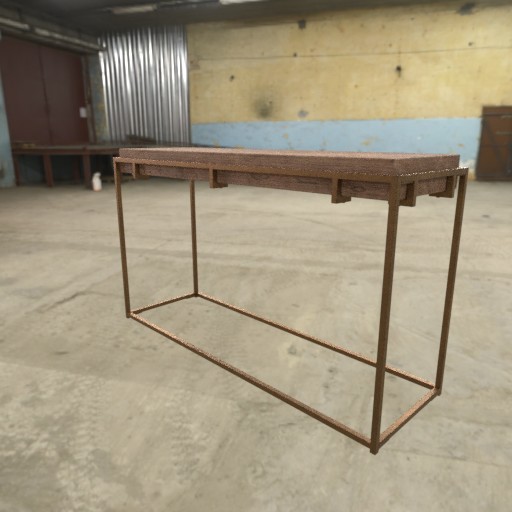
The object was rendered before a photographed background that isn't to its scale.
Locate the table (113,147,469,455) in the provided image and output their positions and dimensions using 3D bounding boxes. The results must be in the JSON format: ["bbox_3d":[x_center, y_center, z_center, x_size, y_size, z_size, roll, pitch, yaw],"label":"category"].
[{"bbox_3d":[0.000,0.000,1.777,0.440,0.820,1.400,-14,21,-43],"label":"table"}]
